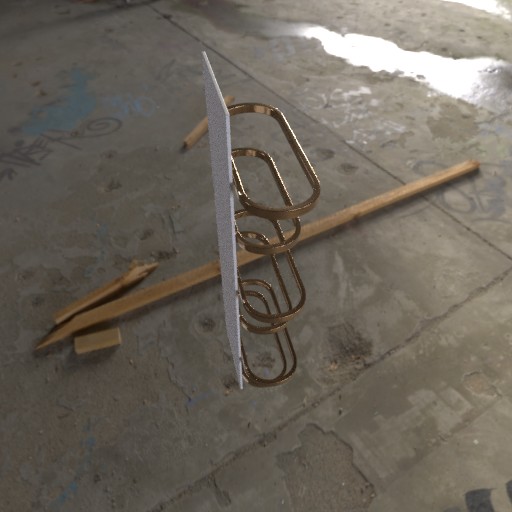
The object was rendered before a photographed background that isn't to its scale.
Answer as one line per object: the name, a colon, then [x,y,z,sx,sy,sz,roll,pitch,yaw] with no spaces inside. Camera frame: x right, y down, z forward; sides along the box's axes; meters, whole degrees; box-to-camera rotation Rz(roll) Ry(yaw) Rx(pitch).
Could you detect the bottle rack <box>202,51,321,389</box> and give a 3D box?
bottle rack: [0.000,0.000,0.850,0.118,0.709,0.332,-10,48,-9]
